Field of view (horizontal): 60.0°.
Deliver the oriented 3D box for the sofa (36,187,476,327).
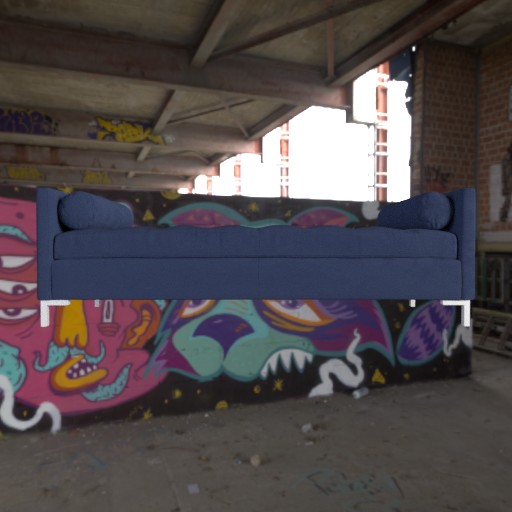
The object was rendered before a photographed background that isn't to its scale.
[{"bbox_3d":[0.000,0.000,2.471,2.102,0.657,0.797,0,1,0],"label":"sofa"}]
